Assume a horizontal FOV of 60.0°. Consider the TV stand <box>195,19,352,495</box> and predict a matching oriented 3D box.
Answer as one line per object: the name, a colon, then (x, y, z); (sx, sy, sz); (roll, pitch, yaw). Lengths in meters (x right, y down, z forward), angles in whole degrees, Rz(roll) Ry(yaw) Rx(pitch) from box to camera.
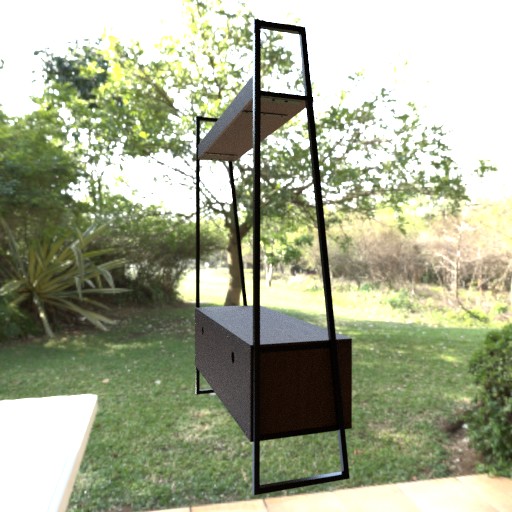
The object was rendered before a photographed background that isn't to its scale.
TV stand: (0.000, 0.000, 2.301); (0.432, 1.772, 1.250); (0, 0, -18)
